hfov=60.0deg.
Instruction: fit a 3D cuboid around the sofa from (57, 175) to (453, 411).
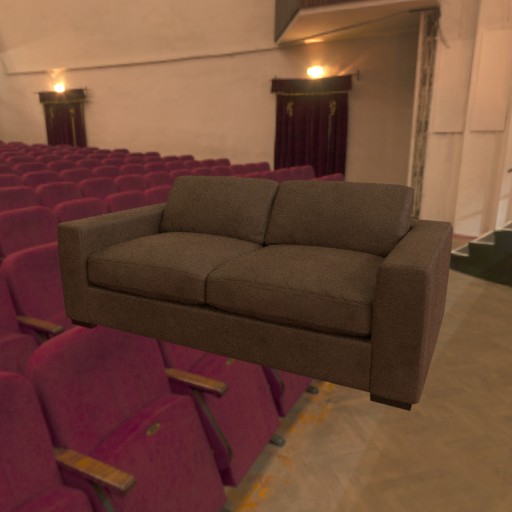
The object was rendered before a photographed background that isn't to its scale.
[{"bbox_3d":[0.000,0.000,2.451,1.920,0.800,1.070,7,16,26],"label":"sofa"}]
